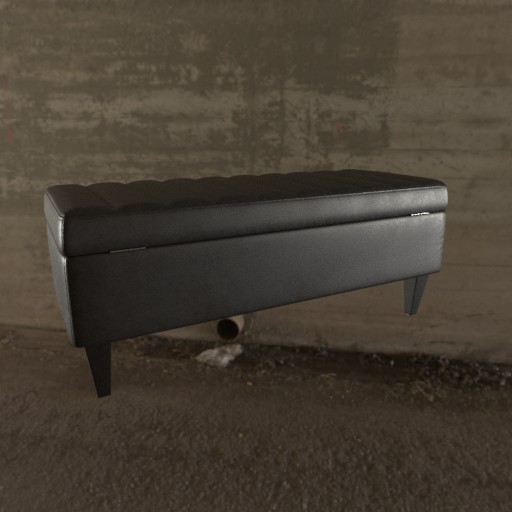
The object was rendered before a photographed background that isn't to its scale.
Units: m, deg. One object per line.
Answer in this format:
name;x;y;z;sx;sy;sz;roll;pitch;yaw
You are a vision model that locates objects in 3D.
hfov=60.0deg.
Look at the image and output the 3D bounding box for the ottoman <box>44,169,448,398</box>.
ottoman;0.000;0.000;1.390;1.151;0.469;0.482;-8;18;-27
